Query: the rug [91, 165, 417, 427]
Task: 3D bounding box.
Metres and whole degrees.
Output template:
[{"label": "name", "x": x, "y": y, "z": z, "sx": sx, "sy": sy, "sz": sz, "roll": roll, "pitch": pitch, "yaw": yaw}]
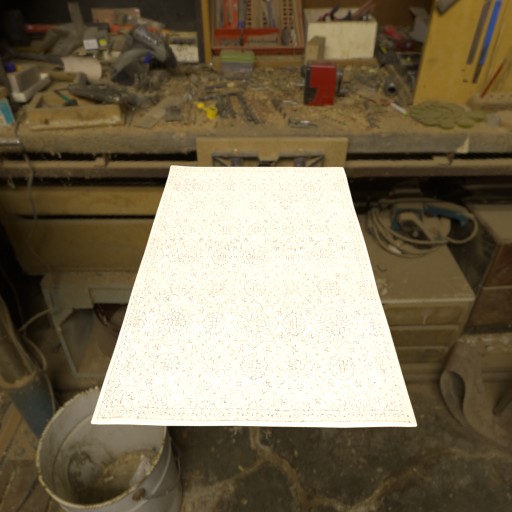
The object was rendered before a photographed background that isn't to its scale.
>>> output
[{"label": "rug", "x": 0.000, "y": 0.000, "z": 2.976, "sx": 1.518, "sy": 0.023, "sz": 2.434, "roll": 0, "pitch": 40, "yaw": 0}]
